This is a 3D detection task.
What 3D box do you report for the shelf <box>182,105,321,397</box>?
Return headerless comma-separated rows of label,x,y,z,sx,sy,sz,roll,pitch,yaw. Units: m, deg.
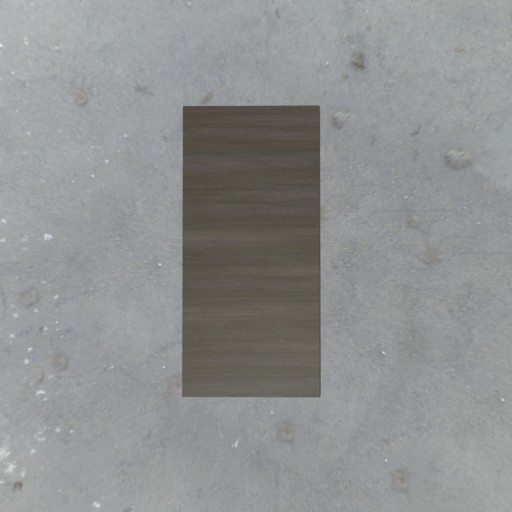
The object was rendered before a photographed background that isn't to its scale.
shelf,0.000,0.000,1.790,0.323,1.545,0.670,0,89,1
